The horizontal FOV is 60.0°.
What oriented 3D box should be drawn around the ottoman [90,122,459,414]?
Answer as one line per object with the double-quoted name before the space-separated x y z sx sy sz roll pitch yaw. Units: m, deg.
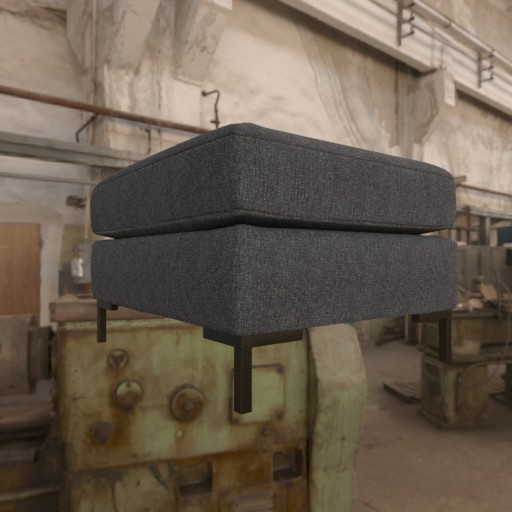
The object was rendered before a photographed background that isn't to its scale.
"ottoman" 0.000 0.000 1.250 0.695 0.533 0.831 0 0 -36
